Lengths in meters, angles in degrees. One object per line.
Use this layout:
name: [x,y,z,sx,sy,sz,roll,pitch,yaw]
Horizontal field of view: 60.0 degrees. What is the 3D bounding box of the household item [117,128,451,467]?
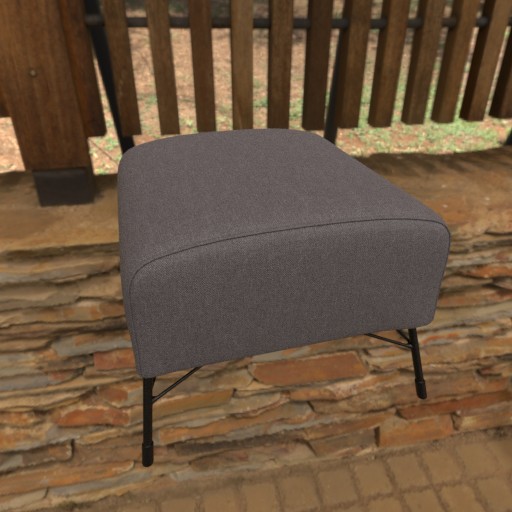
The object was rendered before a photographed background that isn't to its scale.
household item: [0.000,0.000,0.892,0.530,0.410,0.530,-8,31,-14]
